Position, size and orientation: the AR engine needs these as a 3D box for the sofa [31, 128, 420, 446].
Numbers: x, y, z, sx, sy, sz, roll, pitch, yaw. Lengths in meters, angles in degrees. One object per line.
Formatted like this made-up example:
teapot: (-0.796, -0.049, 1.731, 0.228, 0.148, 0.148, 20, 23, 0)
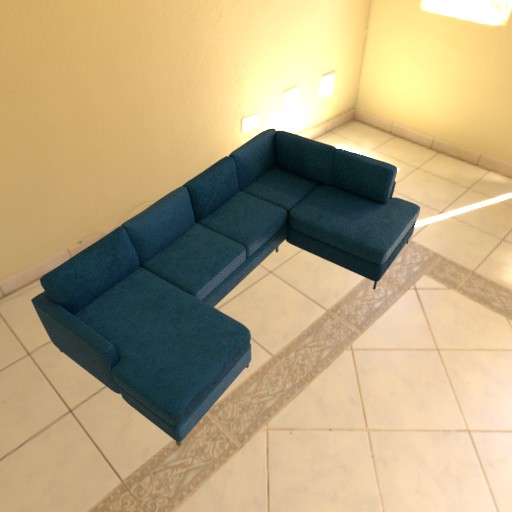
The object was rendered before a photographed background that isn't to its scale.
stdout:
sofa: (0.000, 0.000, 4.309, 2.055, 0.992, 3.434, 26, 48, 26)
